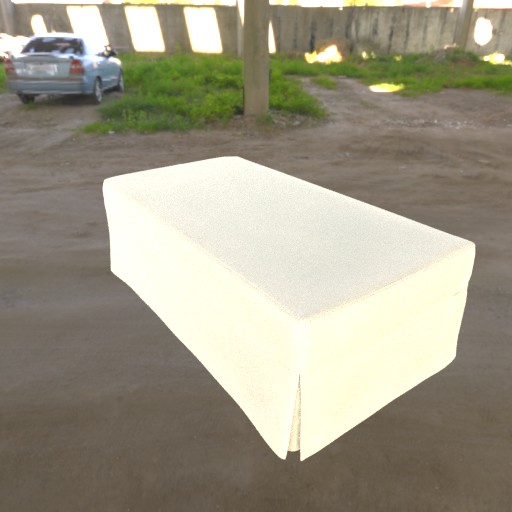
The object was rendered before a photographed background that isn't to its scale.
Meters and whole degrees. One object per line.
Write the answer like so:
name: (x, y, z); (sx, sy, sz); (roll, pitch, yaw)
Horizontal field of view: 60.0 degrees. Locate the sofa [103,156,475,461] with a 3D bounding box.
sofa: (0.000, 0.000, 2.106); (0.939, 0.552, 1.677); (-18, 32, -32)
